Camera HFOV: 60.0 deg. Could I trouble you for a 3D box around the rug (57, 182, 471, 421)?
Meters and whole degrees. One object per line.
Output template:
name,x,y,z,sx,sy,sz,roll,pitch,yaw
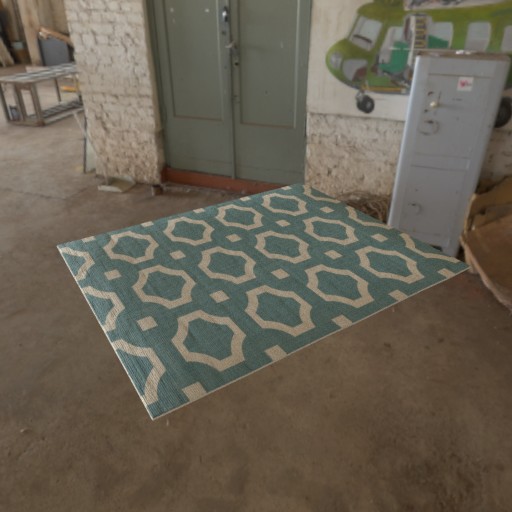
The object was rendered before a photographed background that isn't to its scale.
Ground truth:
rug,0.000,0.000,4.174,3.049,0.021,2.466,-19,36,-28
